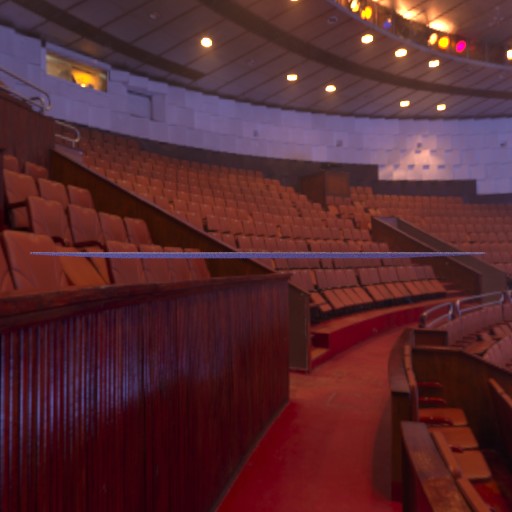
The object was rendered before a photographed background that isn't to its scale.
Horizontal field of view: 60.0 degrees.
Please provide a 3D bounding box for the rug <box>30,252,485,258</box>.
[{"bbox_3d":[0.000,0.000,2.963,2.284,0.008,1.522,0,-1,-1],"label":"rug"}]
